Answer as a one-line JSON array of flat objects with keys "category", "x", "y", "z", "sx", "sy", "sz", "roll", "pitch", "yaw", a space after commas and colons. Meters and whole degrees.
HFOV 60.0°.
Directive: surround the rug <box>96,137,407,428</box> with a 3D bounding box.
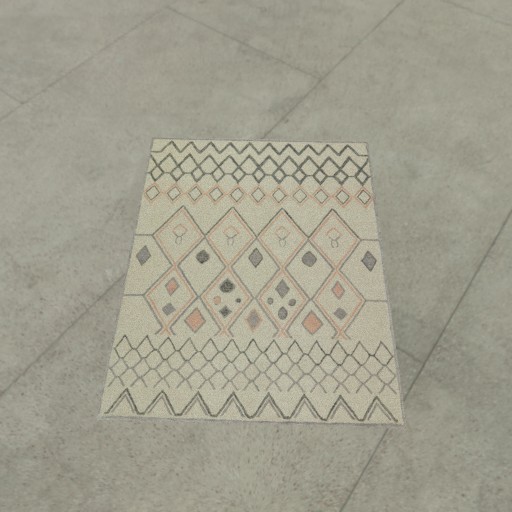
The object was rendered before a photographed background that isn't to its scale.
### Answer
[{"category": "rug", "x": 0.000, "y": 0.000, "z": 4.244, "sx": 2.441, "sy": 0.016, "sz": 3.050, "roll": 1, "pitch": 60, "yaw": 1}]
